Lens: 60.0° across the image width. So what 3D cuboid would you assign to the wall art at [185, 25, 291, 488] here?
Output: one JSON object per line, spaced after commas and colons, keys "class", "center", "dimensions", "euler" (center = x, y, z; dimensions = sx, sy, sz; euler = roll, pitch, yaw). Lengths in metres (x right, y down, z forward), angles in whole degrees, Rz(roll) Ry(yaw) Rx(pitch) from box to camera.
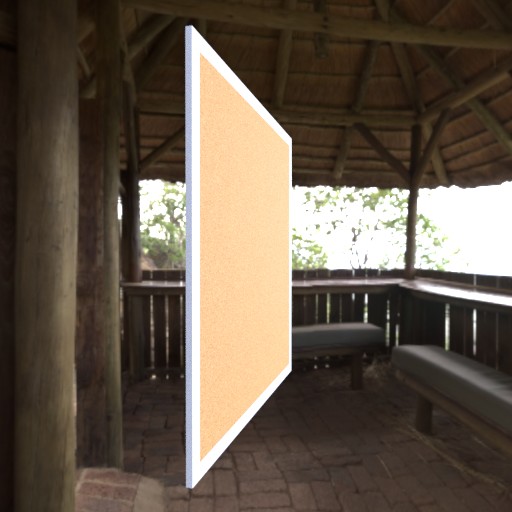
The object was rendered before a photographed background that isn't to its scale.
{"class": "wall art", "center": [0.000, 0.000, 0.803], "dimensions": [0.009, 0.559, 0.558], "euler": [0, 1, 17]}
